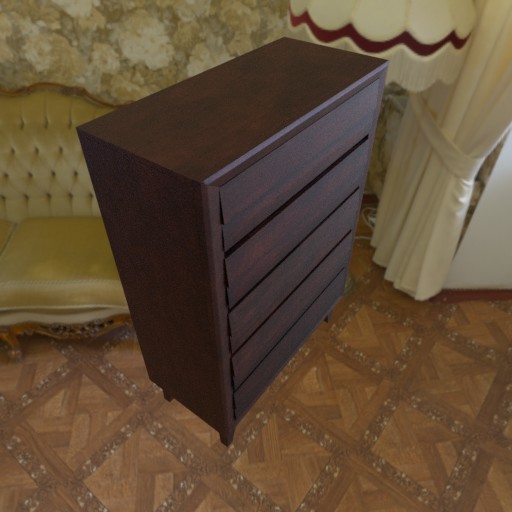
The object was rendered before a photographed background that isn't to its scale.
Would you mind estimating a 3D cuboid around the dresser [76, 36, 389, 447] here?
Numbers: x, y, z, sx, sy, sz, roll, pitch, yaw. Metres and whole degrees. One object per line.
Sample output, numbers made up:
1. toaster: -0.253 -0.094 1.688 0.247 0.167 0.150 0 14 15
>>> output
1. dresser: 0.000 0.000 2.001 0.506 1.514 1.072 27 49 26
